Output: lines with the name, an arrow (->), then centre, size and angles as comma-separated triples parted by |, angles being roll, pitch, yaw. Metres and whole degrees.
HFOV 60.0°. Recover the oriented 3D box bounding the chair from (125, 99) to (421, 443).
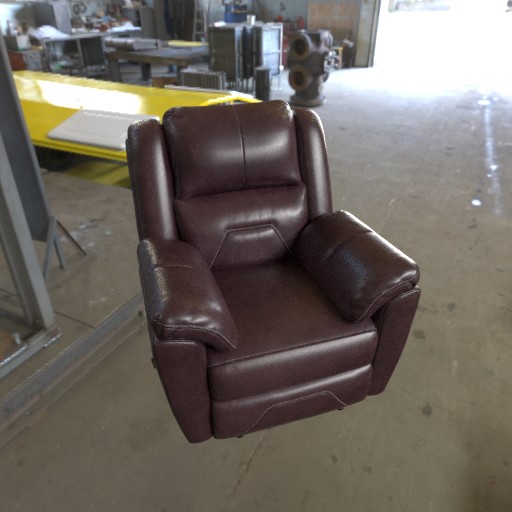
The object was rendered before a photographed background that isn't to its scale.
chair -> 0.000, 0.000, 1.888 | 0.990, 1.093, 1.041 | -9, 32, -15
